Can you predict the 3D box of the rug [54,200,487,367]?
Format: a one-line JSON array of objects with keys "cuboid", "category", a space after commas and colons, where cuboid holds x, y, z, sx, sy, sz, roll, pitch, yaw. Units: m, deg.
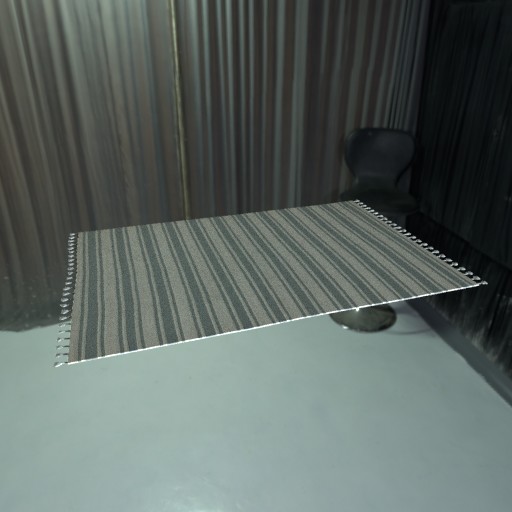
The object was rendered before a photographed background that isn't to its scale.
[{"cuboid": [0.000, 0.000, 2.960, 2.410, 0.011, 1.539, -8, 28, -16], "category": "rug"}]
